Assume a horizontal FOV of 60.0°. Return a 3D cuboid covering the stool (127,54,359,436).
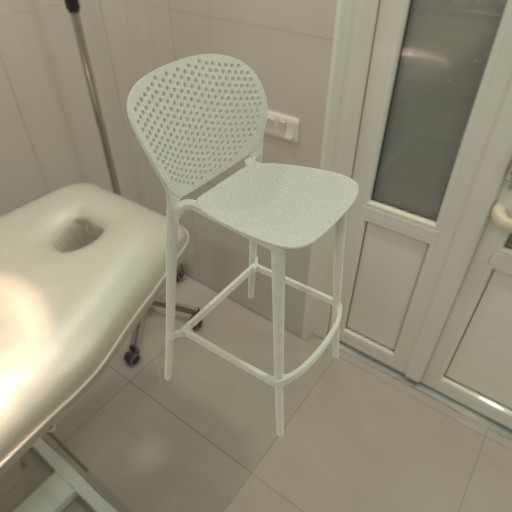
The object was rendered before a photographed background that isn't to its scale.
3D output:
[{"bbox_3d":[0.000,0.000,1.356,0.535,1.045,0.536,25,47,27],"label":"stool"}]
